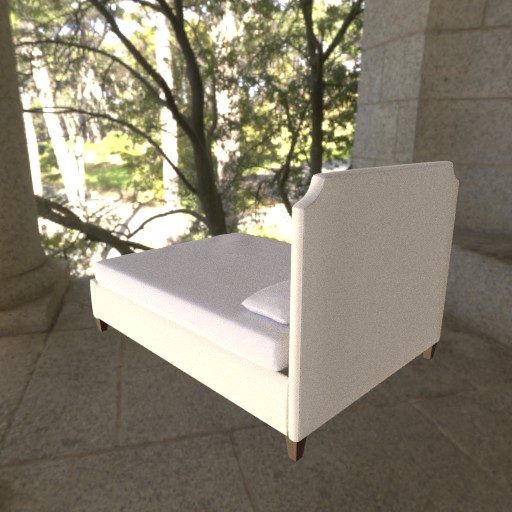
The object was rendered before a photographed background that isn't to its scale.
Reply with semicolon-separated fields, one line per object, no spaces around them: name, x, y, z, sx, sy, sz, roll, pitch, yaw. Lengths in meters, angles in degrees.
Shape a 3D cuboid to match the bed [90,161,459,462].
bed;0.000;0.000;3.463;1.712;1.497;2.372;-15;21;-42
